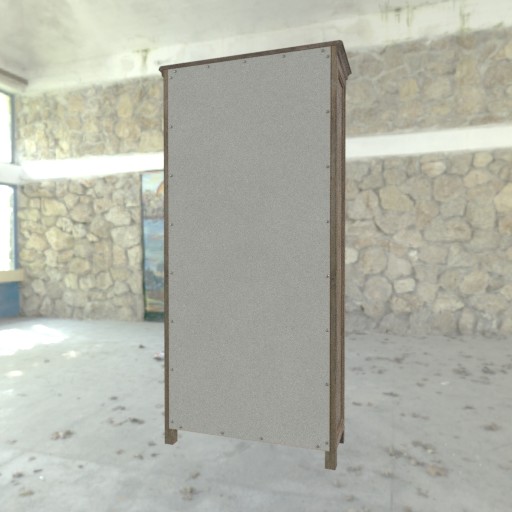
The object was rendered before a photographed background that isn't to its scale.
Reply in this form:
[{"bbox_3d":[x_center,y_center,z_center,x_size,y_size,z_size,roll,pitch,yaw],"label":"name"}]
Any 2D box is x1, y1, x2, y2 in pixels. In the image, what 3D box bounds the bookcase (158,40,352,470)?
[{"bbox_3d":[0.000,0.000,2.233,0.906,1.880,0.348,0,1,18],"label":"bookcase"}]
